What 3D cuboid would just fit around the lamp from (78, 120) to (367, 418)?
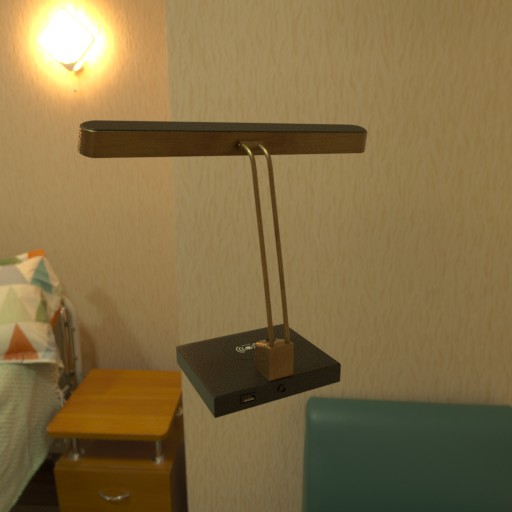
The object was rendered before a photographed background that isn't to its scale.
[{"bbox_3d":[0.000,0.000,0.593,0.412,0.345,0.156,-7,16,-26],"label":"lamp"}]
